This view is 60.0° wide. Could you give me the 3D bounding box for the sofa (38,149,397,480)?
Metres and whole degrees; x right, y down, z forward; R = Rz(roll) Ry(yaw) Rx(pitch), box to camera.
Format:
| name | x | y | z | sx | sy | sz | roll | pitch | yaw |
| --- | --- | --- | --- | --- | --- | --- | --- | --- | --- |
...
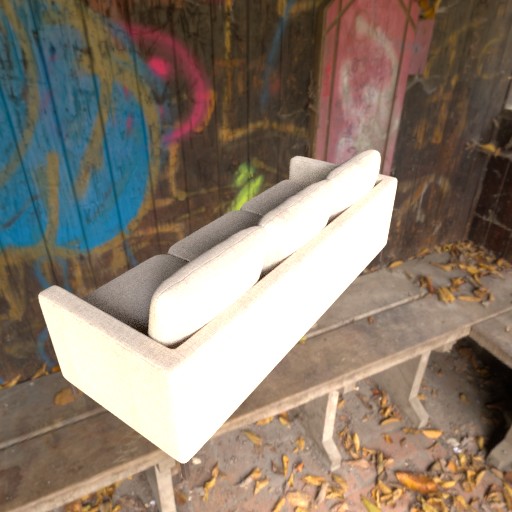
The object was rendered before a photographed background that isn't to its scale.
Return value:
| name | x | y | z | sx | sy | sz | roll | pitch | yaw |
| --- | --- | --- | --- | --- | --- | --- | --- | --- | --- |
| sofa | 0.000 | 0.000 | 2.631 | 0.859 | 0.874 | 2.218 | 21 | 37 | 29 |
